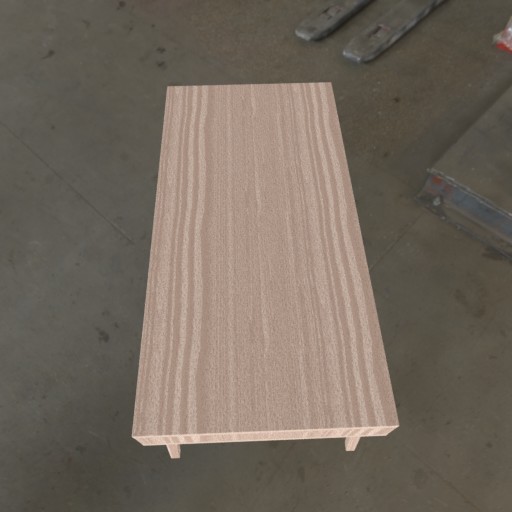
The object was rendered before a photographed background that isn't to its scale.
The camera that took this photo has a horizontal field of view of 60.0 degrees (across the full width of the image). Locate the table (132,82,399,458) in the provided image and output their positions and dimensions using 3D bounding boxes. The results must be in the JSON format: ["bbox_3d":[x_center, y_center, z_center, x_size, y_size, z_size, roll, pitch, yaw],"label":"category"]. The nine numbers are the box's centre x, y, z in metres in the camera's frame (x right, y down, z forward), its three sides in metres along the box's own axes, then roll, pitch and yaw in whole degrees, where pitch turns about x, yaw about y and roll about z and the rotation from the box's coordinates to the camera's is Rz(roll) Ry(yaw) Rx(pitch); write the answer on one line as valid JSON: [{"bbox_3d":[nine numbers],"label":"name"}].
[{"bbox_3d":[0.000,0.000,1.496,0.600,0.450,1.200,-2,58,-1],"label":"table"}]
